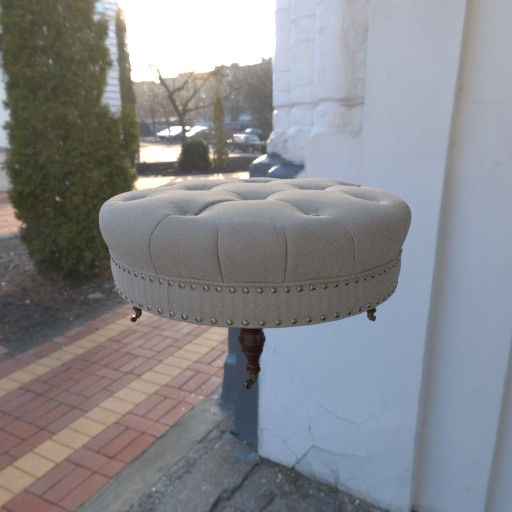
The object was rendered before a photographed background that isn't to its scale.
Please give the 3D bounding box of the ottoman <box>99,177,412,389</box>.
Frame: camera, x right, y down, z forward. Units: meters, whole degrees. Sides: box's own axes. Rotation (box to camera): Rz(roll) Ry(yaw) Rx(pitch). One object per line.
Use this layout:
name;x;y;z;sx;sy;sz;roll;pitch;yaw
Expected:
ottoman;0.000;0.000;1.369;0.901;0.439;0.901;0;16;0
